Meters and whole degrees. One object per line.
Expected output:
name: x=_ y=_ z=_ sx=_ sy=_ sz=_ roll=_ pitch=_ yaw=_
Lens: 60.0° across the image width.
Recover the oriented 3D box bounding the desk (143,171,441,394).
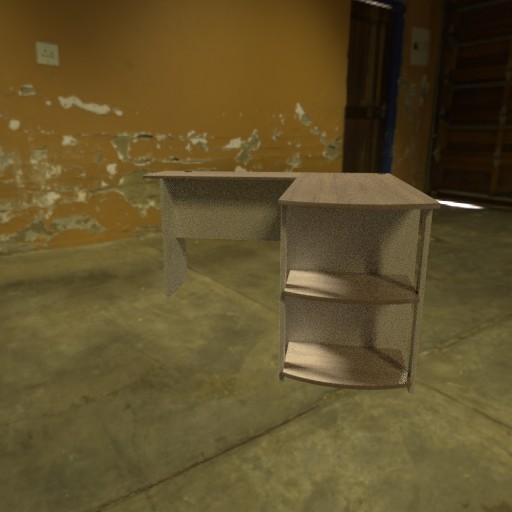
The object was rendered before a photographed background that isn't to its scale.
desk: x=0.000 y=0.000 z=2.143 sx=1.361 sy=0.716 sz=1.303 roll=2 pitch=15 yaw=9
